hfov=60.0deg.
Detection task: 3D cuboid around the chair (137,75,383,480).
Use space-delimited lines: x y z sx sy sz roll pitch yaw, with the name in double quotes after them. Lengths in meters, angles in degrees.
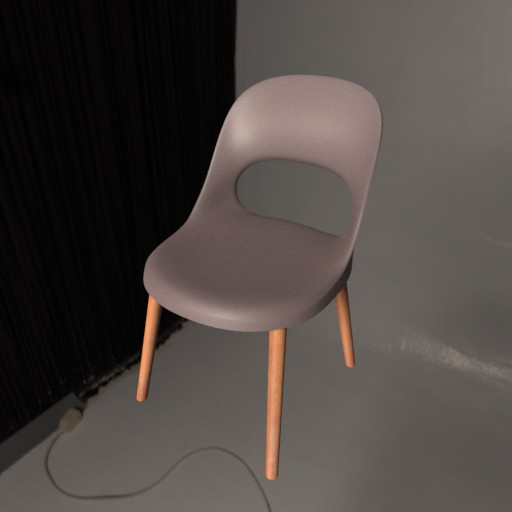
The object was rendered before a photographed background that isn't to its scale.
0.000 0.000 1.115 0.470 0.794 0.556 18 33 29 "chair"
